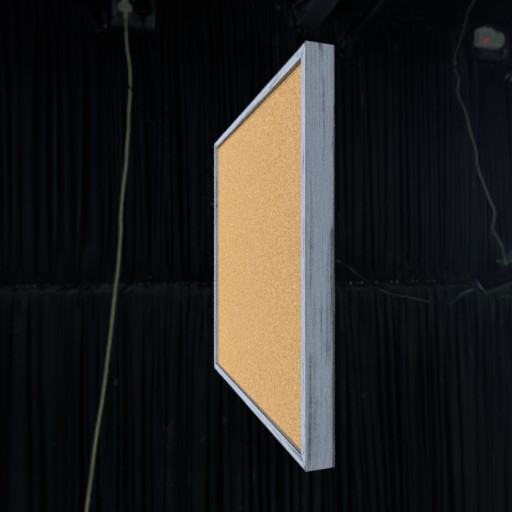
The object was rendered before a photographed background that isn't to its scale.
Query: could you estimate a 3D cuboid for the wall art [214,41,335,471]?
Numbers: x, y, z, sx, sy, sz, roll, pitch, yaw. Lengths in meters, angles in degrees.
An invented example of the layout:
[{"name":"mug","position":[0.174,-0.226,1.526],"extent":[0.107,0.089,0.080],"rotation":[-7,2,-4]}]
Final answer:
[{"name":"wall art","position":[0.000,0.000,0.767],"extent":[0.038,0.506,0.506],"rotation":[0,0,-18]}]
